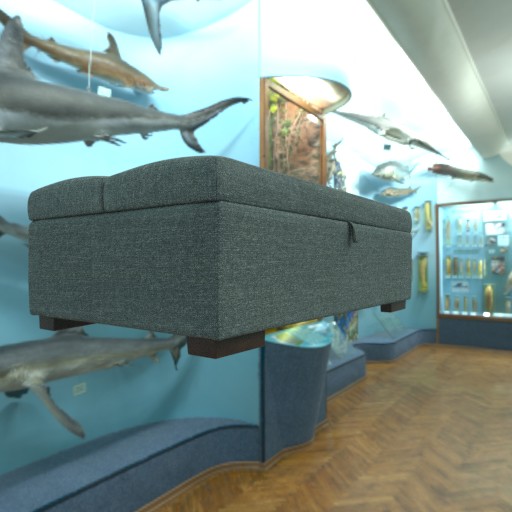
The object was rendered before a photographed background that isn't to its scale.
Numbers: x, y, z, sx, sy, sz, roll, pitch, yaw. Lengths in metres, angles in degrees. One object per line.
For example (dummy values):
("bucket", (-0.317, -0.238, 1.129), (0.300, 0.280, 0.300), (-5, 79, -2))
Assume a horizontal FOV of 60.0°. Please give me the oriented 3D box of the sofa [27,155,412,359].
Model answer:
("sofa", (0.000, 0.000, 1.539), (0.782, 0.417, 1.198), (-1, -1, 36))
